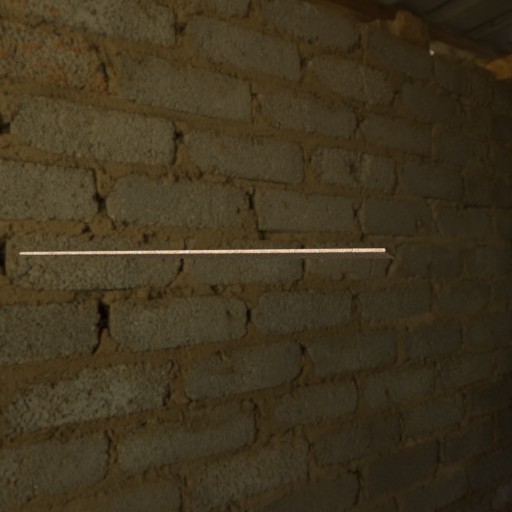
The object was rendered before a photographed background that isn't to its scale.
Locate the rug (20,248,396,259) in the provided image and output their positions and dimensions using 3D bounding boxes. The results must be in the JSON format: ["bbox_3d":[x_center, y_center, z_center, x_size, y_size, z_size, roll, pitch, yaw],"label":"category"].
[{"bbox_3d":[0.000,0.000,4.108,2.420,0.019,3.039,0,-1,18],"label":"rug"}]
